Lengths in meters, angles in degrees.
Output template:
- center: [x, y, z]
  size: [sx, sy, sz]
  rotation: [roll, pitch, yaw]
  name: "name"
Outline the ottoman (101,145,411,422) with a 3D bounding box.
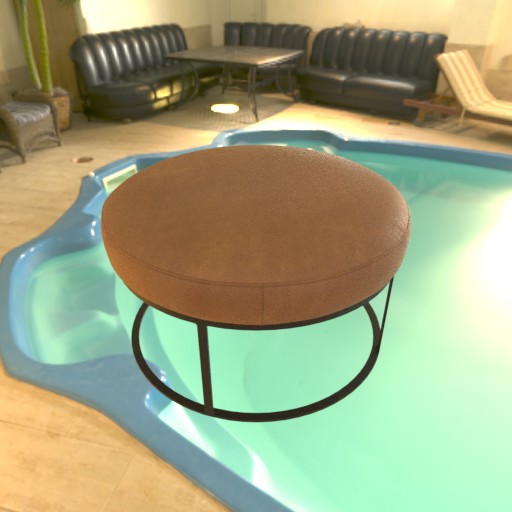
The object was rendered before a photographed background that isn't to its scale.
- center: [0.000, 0.000, 1.227]
  size: [0.771, 0.460, 0.771]
  rotation: [0, 31, 0]
  name: "ottoman"
